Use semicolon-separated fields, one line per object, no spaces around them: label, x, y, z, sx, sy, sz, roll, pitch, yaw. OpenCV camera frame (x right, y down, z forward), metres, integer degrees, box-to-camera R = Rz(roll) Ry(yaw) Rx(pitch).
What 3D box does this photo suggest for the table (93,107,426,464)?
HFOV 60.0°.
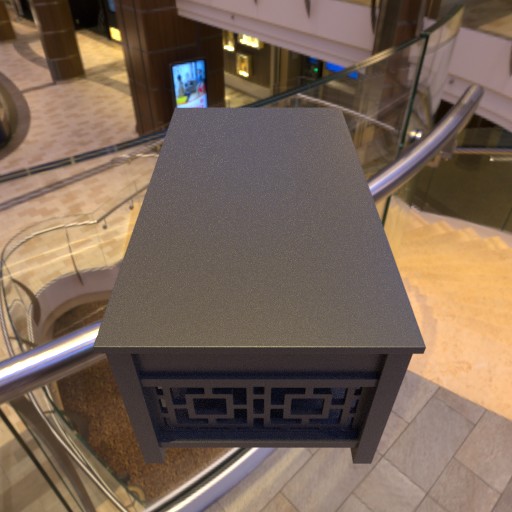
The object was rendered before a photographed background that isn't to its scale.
table;0.000;0.000;1.360;0.612;0.493;1.068;0;41;0
